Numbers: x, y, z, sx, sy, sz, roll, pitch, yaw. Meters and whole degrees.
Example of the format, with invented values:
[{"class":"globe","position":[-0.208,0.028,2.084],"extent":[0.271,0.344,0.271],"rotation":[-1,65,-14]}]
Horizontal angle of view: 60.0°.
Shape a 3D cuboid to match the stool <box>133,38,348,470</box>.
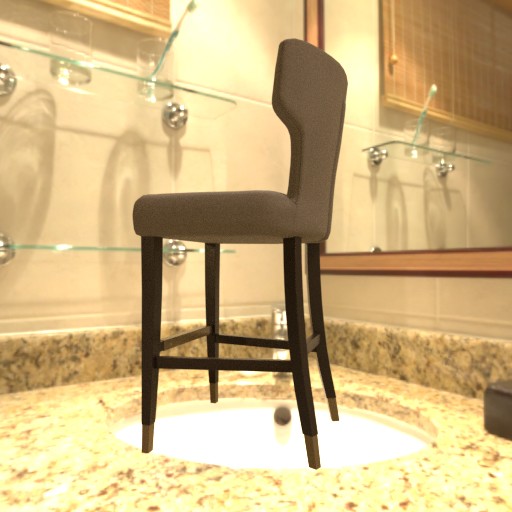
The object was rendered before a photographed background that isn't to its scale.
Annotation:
[{"class":"stool","position":[0.000,0.000,1.380],"extent":[0.563,1.092,0.526],"rotation":[0,-1,18]}]
